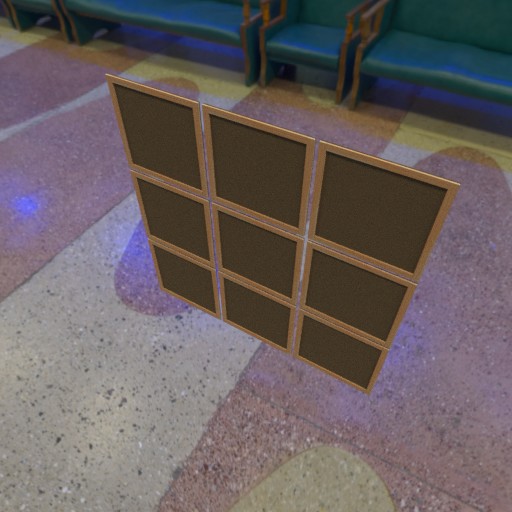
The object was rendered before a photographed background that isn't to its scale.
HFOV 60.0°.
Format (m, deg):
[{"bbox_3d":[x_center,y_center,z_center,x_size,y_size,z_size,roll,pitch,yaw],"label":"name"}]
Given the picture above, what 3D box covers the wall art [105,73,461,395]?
[{"bbox_3d":[0.000,0.000,2.242,1.520,1.525,0.013,23,52,20],"label":"wall art"}]
